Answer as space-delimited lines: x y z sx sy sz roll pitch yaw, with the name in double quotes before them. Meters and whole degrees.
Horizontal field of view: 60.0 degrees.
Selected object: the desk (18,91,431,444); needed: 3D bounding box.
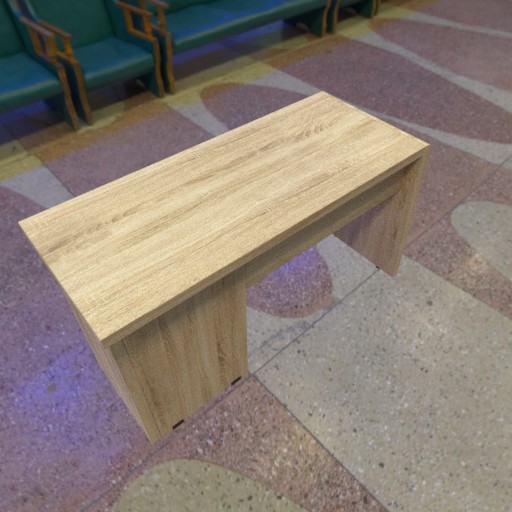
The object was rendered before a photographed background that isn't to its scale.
"desk" 0.000 0.000 1.652 1.300 0.750 0.500 -31 54 -26
